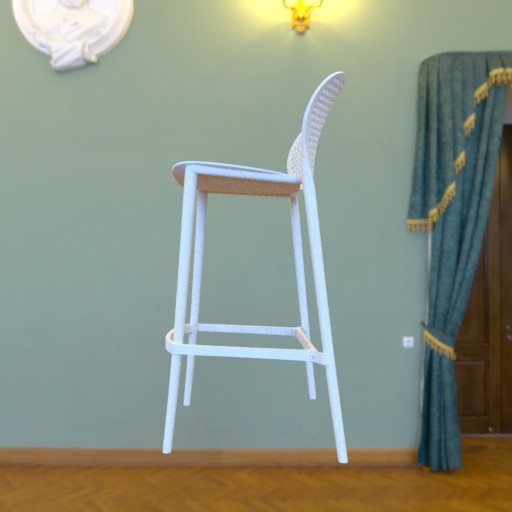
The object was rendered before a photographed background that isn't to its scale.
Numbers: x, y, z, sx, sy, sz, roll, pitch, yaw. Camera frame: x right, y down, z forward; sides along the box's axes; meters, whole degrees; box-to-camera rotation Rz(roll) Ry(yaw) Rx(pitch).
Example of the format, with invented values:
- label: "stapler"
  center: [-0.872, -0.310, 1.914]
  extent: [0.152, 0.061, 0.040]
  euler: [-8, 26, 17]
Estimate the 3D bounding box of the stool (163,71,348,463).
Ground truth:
- label: "stool"
  center: [0.000, 0.000, 1.375]
  extent: [0.535, 1.045, 0.536]
  euler: [0, -1, -1]
